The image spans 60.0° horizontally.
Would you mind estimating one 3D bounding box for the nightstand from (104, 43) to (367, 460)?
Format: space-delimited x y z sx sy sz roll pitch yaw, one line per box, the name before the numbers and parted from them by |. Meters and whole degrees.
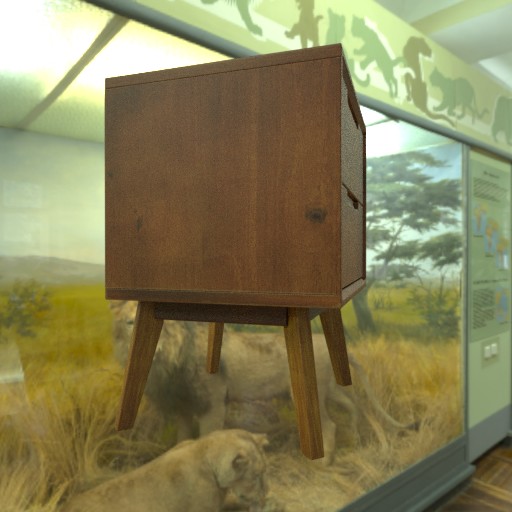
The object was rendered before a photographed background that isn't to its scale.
nightstand | 0.000 0.000 0.921 0.411 0.618 0.460 0 0 18
